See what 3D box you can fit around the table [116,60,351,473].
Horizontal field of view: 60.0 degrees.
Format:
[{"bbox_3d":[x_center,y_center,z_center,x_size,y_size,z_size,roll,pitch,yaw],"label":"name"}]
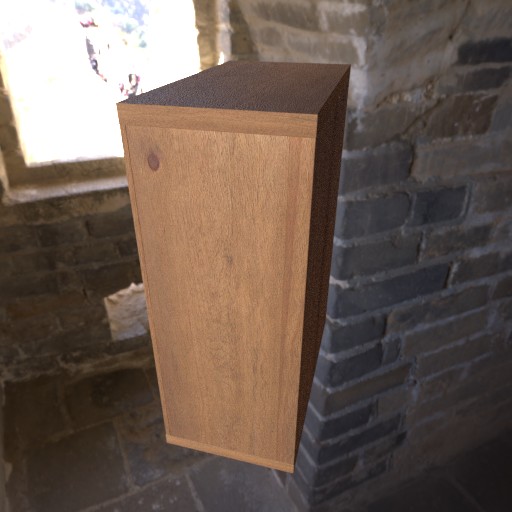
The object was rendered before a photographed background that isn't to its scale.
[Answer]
[{"bbox_3d":[0.000,0.000,1.727,0.524,1.294,0.901,8,31,13],"label":"table"}]
